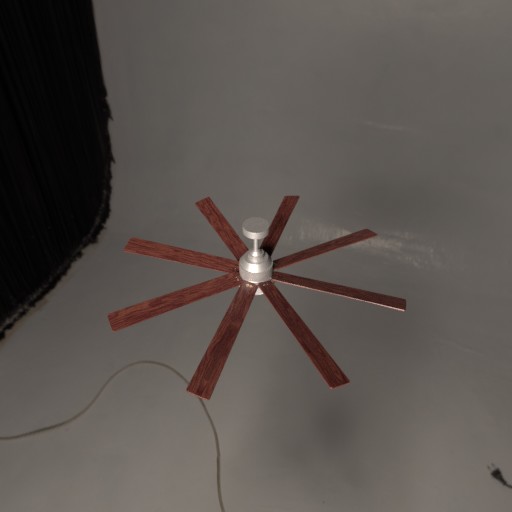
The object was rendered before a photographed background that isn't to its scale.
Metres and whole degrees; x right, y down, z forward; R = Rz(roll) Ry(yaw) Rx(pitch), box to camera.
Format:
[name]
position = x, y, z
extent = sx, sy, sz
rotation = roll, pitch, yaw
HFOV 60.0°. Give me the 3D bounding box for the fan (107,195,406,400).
[fan]
position = 0.000, 0.000, 2.696
extent = 1.830, 0.472, 1.830
rotation = 12, 42, 14
